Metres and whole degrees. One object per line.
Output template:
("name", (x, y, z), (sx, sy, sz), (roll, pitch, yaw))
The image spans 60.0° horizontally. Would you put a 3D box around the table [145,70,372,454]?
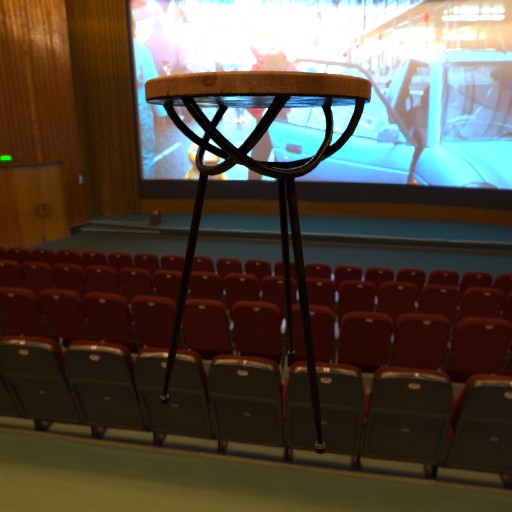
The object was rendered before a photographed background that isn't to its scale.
("table", (0.000, 0.000, 0.915), (0.418, 0.664, 0.414), (2, 16, 8))
